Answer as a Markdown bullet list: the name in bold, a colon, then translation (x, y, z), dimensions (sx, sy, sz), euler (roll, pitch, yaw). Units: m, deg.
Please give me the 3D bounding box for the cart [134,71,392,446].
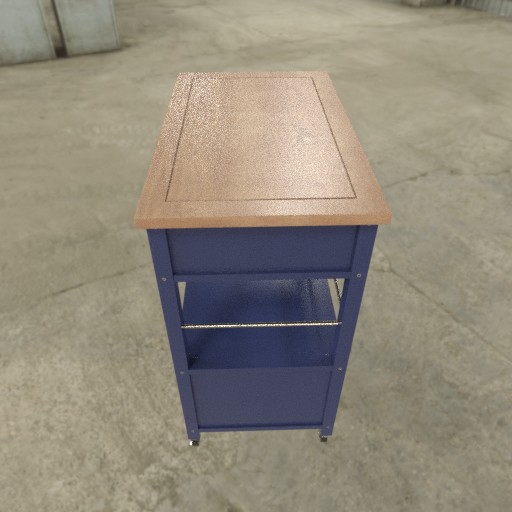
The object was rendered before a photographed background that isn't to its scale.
- **cart**: translation (0.000, 0.000, 1.392), dimensions (0.459, 0.901, 0.840), euler (-1, 40, -1)
